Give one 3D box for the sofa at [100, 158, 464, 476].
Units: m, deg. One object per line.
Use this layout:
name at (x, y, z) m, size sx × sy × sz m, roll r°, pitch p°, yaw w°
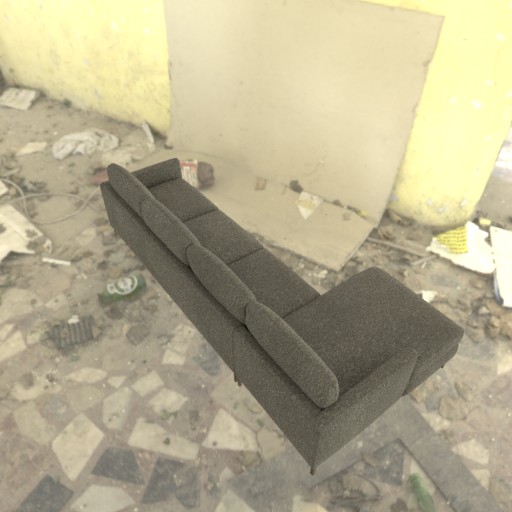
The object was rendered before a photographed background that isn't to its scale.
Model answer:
sofa at (0.000, 0.000, 3.522) m, size 1.350 × 0.810 × 2.932 m, roll -27°, pitch 48°, yaw -27°
